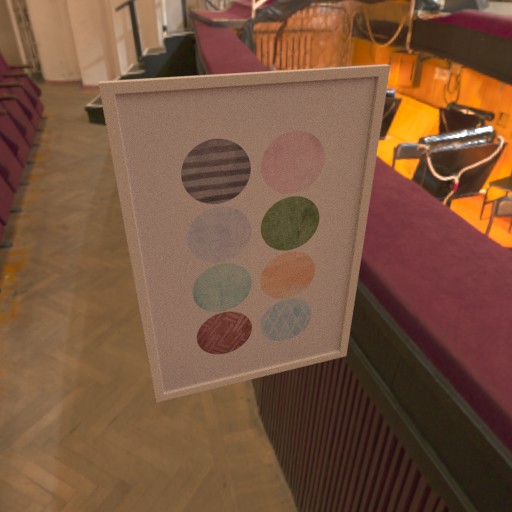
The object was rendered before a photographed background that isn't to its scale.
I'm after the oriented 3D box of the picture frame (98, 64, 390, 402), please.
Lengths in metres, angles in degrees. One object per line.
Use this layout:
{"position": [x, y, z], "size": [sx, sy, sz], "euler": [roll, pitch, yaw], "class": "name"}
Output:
{"position": [0.000, 0.000, 0.848], "size": [0.457, 0.657, 0.013], "euler": [-10, 34, -15], "class": "picture frame"}
